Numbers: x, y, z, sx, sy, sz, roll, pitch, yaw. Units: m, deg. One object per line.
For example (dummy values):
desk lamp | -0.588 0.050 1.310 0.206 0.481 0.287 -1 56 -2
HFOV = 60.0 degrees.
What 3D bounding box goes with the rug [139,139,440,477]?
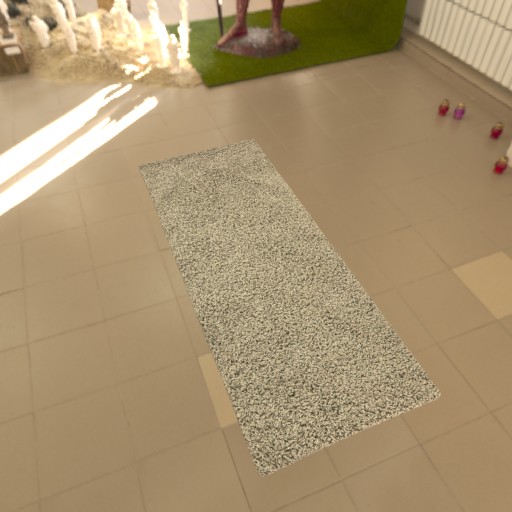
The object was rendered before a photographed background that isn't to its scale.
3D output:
rug | 0.000 0.000 1.761 0.609 0.030 1.524 -17 50 -15
